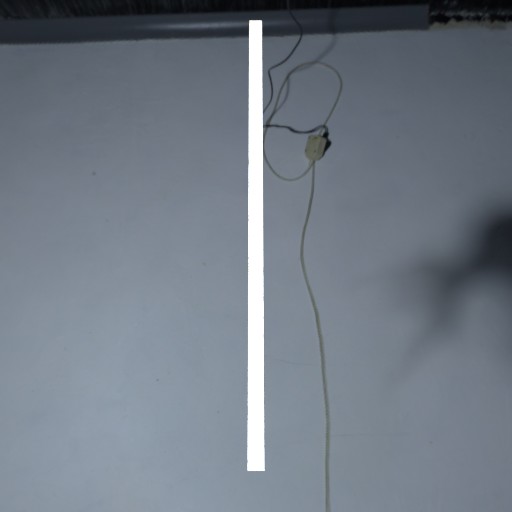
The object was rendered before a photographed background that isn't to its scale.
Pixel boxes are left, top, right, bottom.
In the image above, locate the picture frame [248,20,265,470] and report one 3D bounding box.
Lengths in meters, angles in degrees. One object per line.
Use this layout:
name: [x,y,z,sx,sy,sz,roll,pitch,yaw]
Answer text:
picture frame: [0.000,0.000,1.204,0.029,0.640,0.950,0,74,0]
